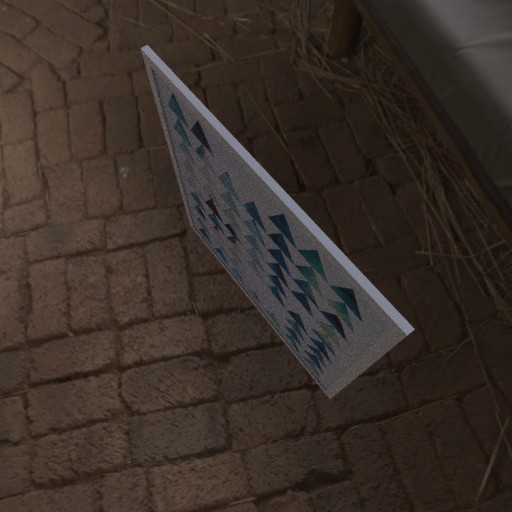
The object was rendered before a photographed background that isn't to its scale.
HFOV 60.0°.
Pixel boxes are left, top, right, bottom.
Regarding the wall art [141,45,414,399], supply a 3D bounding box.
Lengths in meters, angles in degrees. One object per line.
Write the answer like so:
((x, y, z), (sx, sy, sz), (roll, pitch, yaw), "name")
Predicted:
((0.000, 0.000, 0.832), (0.012, 0.557, 0.557), (-35, 70, -15), "wall art")
